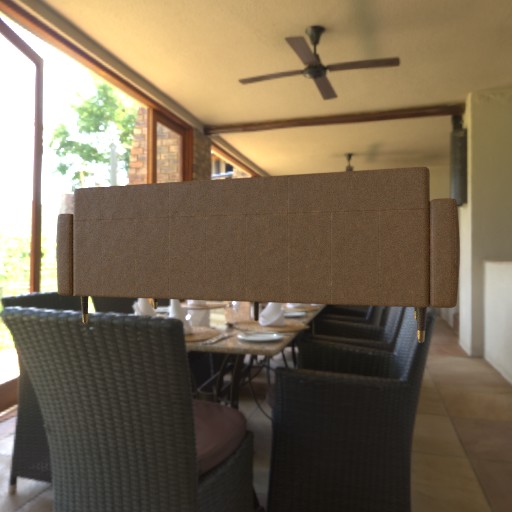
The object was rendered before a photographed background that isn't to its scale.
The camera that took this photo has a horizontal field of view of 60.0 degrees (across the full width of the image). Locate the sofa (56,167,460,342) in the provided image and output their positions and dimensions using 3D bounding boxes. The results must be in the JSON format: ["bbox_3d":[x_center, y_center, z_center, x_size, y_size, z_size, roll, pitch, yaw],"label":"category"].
[{"bbox_3d":[0.000,0.000,2.784,2.291,0.821,0.990,0,0,19],"label":"sofa"}]
